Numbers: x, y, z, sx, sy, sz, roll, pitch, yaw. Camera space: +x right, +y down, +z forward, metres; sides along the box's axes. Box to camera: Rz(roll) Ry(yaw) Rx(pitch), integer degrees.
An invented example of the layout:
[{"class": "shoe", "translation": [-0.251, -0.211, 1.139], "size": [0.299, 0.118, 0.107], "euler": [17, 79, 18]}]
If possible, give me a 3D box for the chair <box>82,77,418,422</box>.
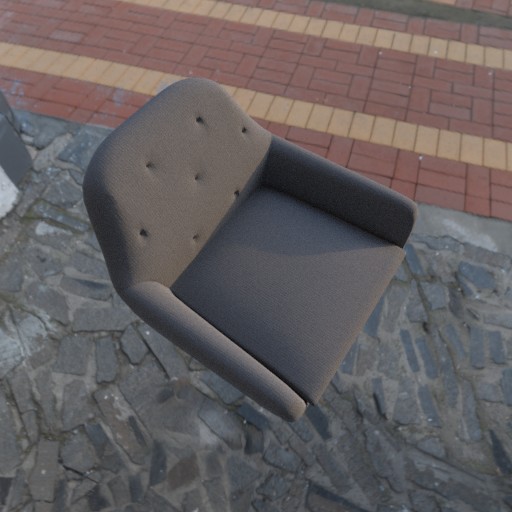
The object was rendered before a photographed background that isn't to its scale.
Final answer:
[{"class": "chair", "translation": [0.000, 0.000, 1.402], "size": [0.779, 0.800, 0.770], "euler": [30, 63, 17]}]
